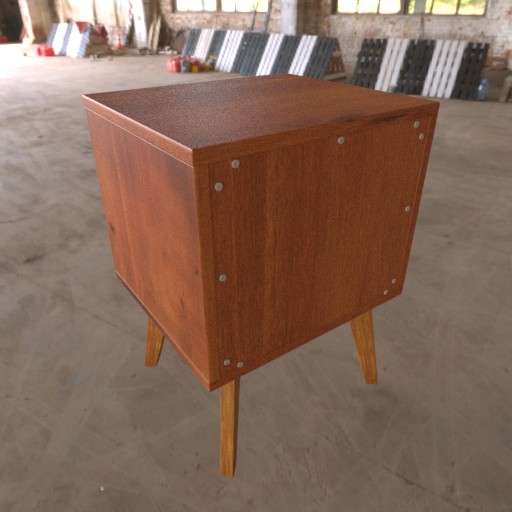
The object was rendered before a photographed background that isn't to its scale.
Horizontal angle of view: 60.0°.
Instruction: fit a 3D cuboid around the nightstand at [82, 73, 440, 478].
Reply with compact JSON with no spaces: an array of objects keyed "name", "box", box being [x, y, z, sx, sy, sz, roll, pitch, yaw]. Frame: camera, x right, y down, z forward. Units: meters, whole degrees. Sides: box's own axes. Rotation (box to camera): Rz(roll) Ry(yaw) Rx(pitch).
[{"name":"nightstand","box":[0.000,0.000,0.906,0.460,0.618,0.411,-20,35,-30]}]
